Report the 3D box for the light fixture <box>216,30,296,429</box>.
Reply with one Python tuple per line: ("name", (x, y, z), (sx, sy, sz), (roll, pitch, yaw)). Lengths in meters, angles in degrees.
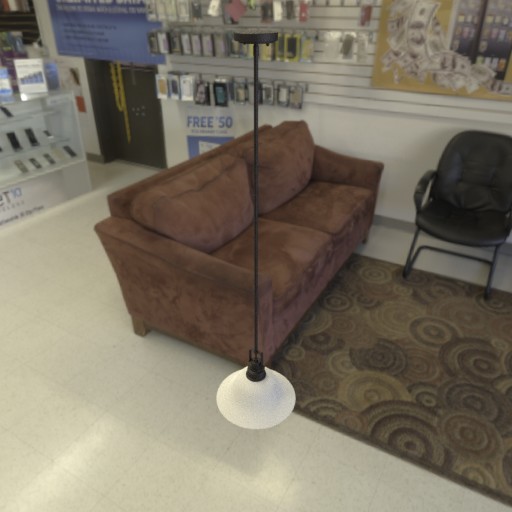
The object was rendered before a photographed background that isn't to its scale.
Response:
("light fixture", (0.000, 0.000, 1.479), (0.324, 1.337, 0.324), (18, 35, 28))
